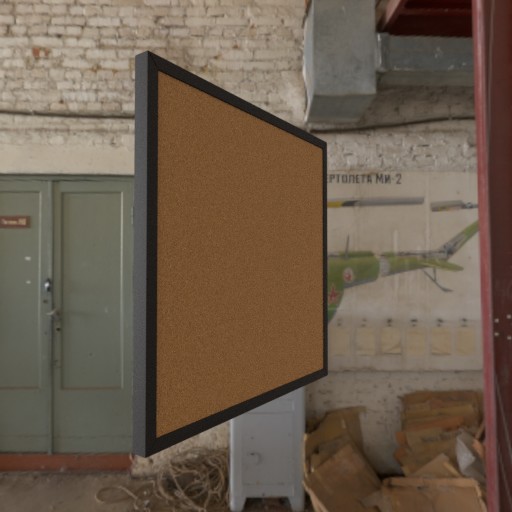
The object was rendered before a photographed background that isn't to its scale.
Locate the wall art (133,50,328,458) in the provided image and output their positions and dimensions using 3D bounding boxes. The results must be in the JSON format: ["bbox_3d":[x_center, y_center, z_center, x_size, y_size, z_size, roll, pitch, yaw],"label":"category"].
[{"bbox_3d":[0.000,0.000,1.149,0.037,0.763,0.763,-1,-2,35],"label":"wall art"}]
